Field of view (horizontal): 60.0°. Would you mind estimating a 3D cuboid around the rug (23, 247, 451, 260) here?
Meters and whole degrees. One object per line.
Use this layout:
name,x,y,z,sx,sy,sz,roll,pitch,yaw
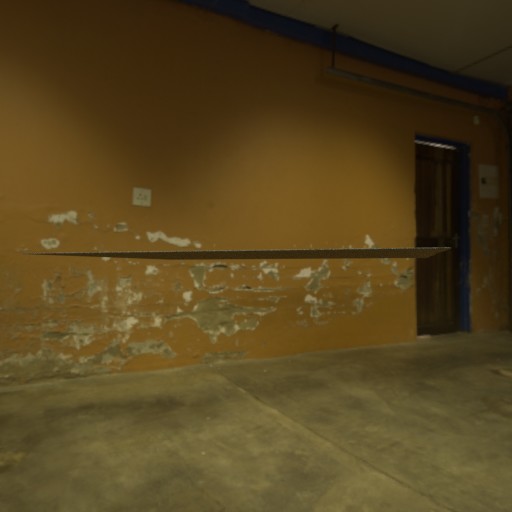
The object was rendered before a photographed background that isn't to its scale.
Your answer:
rug,0.000,0.000,4.247,3.200,0.007,2.443,-1,-2,18
